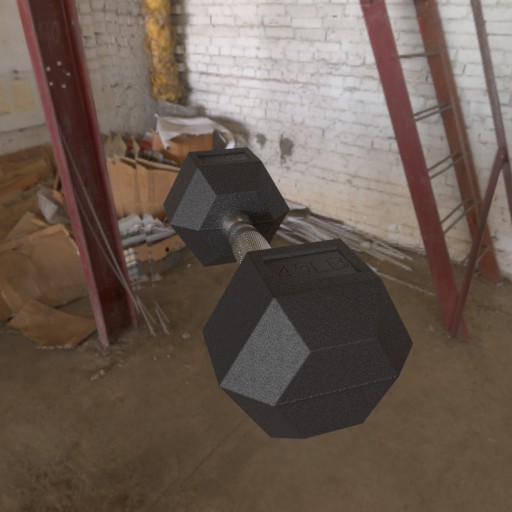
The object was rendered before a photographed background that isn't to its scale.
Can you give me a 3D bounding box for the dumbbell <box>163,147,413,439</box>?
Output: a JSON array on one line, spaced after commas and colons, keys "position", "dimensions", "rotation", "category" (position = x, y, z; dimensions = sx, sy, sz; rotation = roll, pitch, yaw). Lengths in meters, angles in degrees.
[{"position": [0.000, 0.000, 0.424], "dimensions": [0.141, 0.123, 0.356], "rotation": [-8, 31, -15], "category": "dumbbell"}]
